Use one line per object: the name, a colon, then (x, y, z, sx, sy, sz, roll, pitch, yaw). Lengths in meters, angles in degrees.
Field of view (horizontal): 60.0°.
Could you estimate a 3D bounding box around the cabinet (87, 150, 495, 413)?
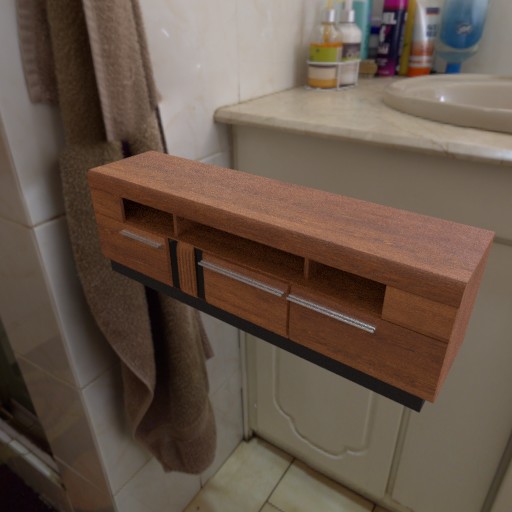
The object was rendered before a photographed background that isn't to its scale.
cabinet: (0.000, 0.000, 1.812, 1.600, 0.510, 0.419, 19, 35, 31)
